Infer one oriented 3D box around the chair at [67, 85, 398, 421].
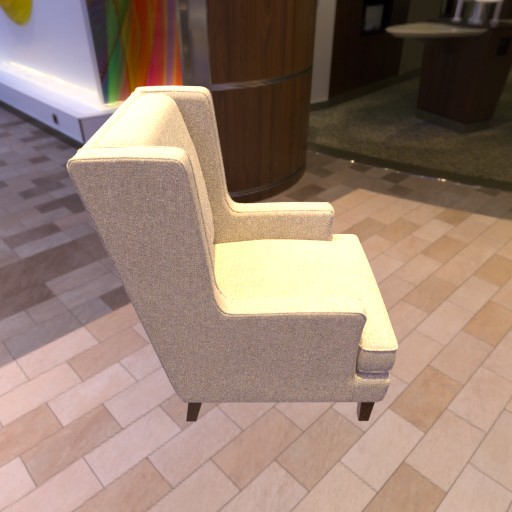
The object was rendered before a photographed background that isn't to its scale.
[{"bbox_3d":[0.000,0.000,1.692,0.948,1.082,0.764,0,34,0],"label":"chair"}]
